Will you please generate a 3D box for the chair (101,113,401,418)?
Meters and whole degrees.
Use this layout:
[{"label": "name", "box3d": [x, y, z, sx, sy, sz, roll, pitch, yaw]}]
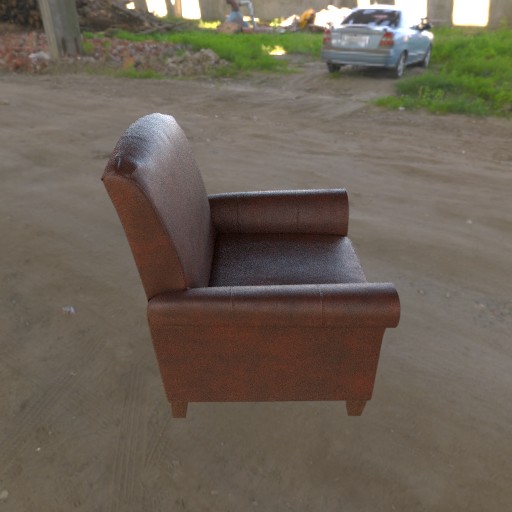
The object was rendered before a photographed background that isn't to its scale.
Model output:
[{"label": "chair", "box3d": [0.000, 0.000, 1.795, 0.902, 1.061, 0.978, 0, 30, 0]}]
